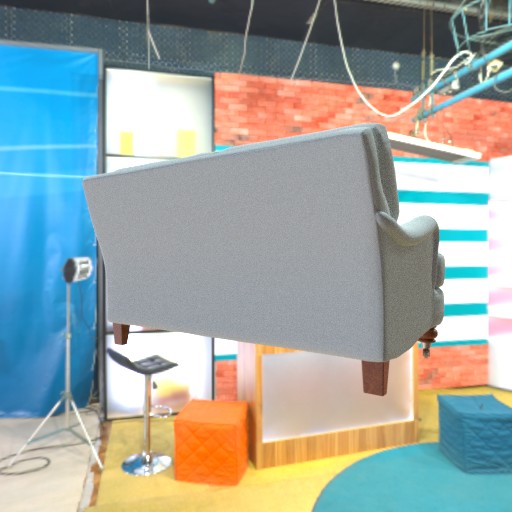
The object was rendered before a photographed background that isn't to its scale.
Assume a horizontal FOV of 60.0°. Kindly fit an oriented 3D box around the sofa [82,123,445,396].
[{"bbox_3d":[0.000,0.000,2.520,1.853,1.101,1.084,0,0,36],"label":"sofa"}]
